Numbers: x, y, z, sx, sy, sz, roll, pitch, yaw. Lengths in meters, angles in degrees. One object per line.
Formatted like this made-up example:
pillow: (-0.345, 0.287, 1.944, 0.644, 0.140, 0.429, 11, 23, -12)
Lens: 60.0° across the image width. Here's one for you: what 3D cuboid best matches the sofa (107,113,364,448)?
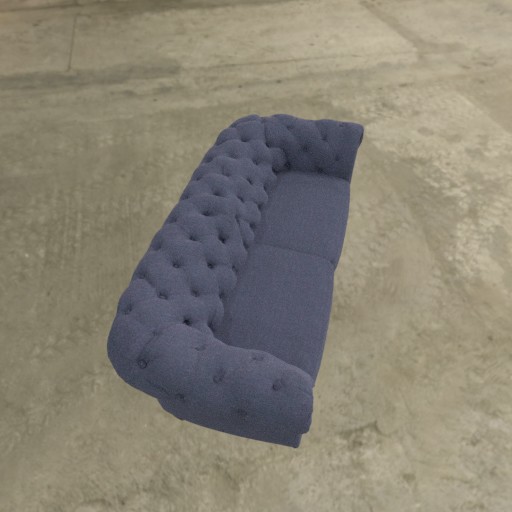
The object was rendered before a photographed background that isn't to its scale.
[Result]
sofa: (0.000, 0.000, 2.813, 1.046, 0.836, 2.335, 11, 47, 10)
